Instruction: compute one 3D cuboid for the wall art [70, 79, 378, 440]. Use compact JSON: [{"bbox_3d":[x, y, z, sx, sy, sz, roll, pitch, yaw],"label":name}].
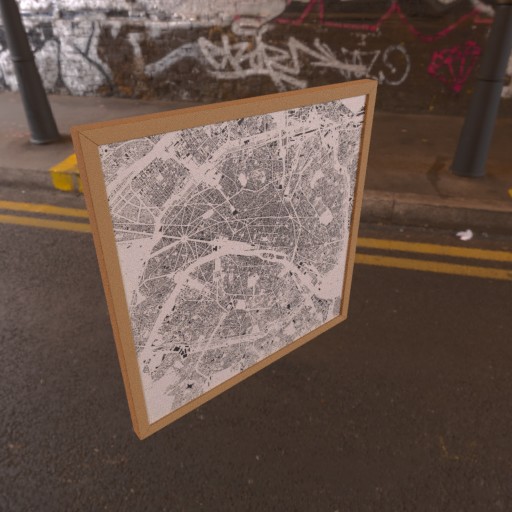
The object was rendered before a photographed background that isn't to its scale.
[{"bbox_3d":[0.000,0.000,1.119,0.761,0.761,0.037,-22,37,-33],"label":"wall art"}]
